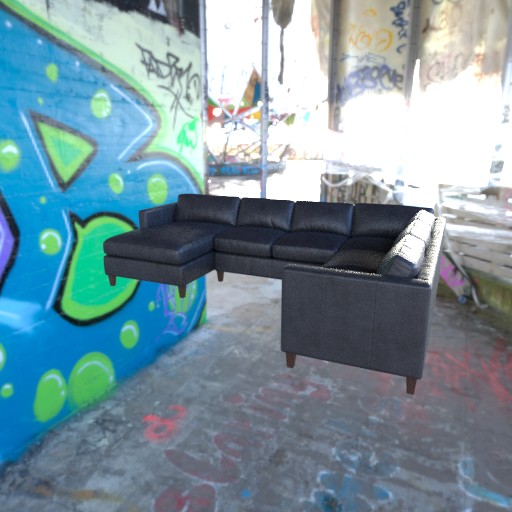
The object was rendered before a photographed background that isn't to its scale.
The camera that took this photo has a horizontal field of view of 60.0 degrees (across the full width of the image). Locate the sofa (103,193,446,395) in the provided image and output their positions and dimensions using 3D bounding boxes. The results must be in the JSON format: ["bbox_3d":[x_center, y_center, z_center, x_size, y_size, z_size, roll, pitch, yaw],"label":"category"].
[{"bbox_3d":[0.000,0.000,4.367,3.324,0.891,2.452,7,16,23],"label":"sofa"}]
